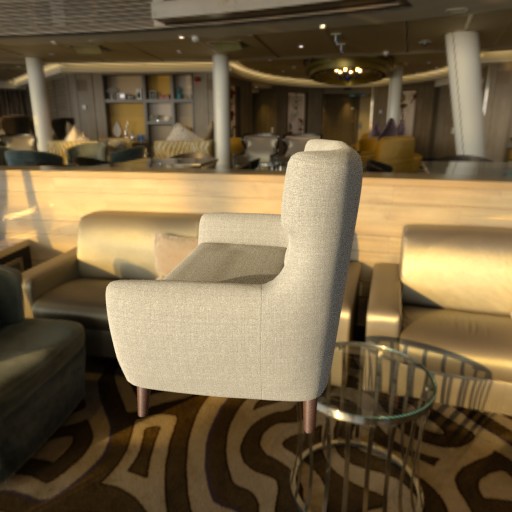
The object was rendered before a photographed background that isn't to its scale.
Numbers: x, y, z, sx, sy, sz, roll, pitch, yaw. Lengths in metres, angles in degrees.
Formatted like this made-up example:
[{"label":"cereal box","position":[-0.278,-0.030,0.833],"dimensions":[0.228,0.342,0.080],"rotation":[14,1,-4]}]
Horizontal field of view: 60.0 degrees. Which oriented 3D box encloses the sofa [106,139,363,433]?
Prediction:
[{"label":"sofa","position":[0.000,0.000,2.077],"dimensions":[0.884,1.028,1.386],"rotation":[2,17,8]}]
